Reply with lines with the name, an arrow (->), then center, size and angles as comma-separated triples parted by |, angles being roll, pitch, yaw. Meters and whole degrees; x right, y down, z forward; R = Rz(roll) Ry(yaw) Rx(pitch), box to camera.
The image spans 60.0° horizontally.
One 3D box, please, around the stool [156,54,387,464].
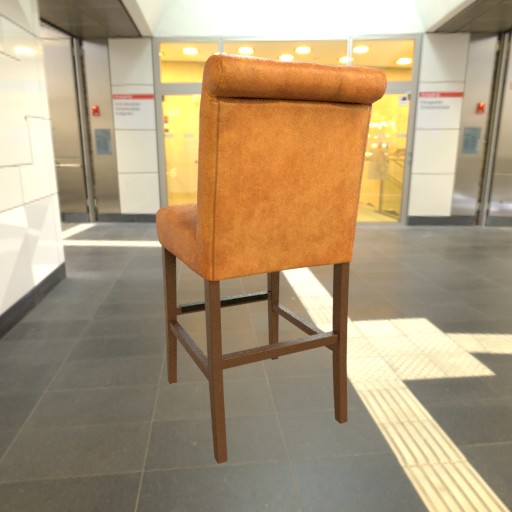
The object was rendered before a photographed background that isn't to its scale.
stool -> 0.000, 0.000, 1.374 | 0.493, 1.047, 0.601 | -7, 16, -25
